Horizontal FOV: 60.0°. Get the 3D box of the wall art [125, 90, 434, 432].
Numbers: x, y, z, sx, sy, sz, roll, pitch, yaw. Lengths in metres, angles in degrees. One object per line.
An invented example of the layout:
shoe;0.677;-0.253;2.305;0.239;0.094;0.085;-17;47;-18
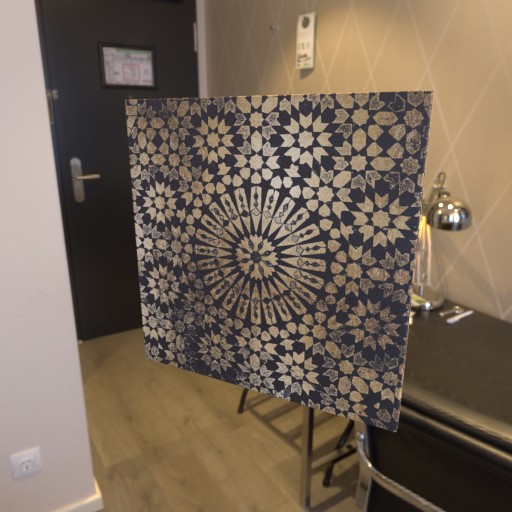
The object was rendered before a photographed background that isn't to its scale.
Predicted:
wall art;0.000;0.000;1.344;0.914;0.914;0.038;8;18;26
